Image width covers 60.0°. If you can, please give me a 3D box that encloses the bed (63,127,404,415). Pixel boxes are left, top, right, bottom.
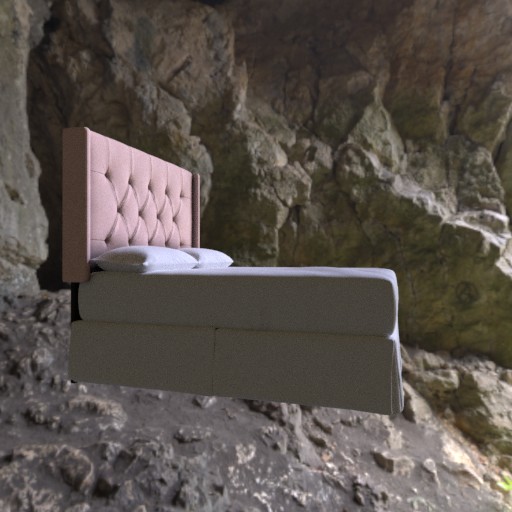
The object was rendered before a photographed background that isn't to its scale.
[{"bbox_3d":[0.000,0.000,3.305,2.066,1.665,1.719,0,0,18],"label":"bed"}]
